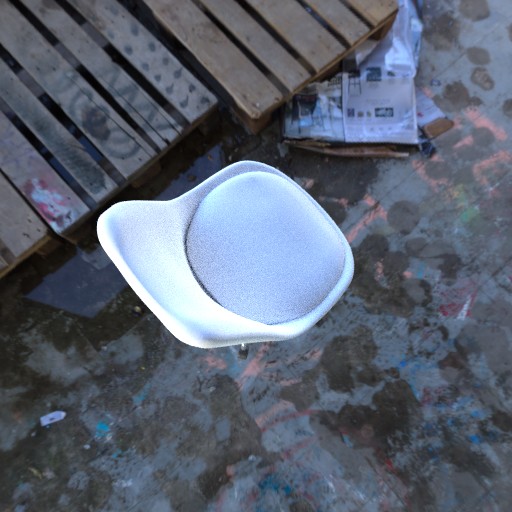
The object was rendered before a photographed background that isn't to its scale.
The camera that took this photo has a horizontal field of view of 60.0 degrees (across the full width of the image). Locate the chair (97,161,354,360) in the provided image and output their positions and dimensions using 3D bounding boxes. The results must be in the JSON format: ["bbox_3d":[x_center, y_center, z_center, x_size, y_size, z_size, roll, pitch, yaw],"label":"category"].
[{"bbox_3d":[0.000,0.000,1.245,0.550,0.930,0.550,-40,79,-9],"label":"chair"}]
